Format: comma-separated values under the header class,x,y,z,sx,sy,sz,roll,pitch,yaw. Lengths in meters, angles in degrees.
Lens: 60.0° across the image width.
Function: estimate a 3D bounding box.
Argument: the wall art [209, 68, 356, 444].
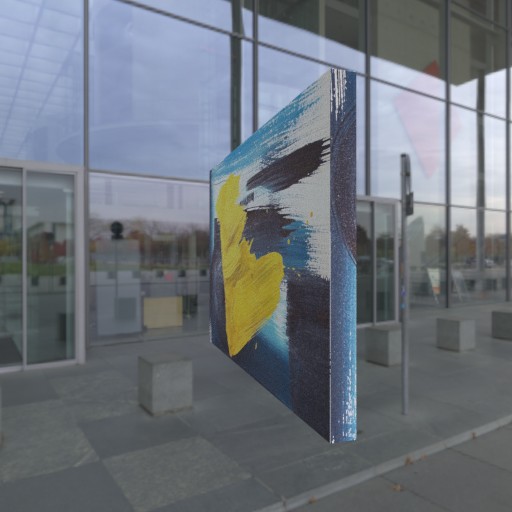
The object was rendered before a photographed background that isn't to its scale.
class,x,y,z,sx,sy,sz,roll,pitch,yaw
wall art,0.000,0.000,0.772,0.033,0.406,0.609,0,0,-18
